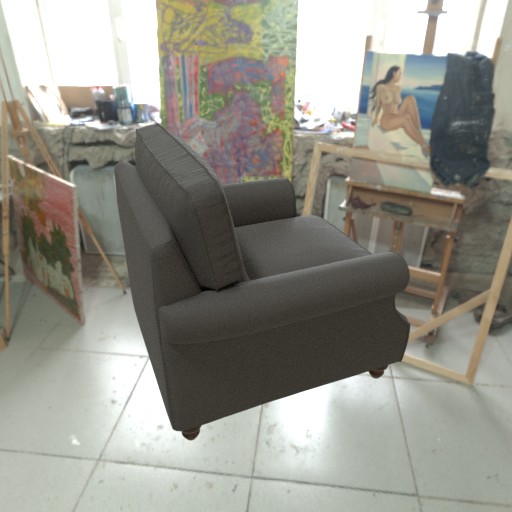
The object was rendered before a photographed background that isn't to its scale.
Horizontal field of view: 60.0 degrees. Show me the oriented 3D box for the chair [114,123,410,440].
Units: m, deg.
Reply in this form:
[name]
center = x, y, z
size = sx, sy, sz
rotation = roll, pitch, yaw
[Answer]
[chair]
center = 0.000, 0.000, 1.809
size = 0.966, 0.967, 1.029
rotation = -11, 30, -20
